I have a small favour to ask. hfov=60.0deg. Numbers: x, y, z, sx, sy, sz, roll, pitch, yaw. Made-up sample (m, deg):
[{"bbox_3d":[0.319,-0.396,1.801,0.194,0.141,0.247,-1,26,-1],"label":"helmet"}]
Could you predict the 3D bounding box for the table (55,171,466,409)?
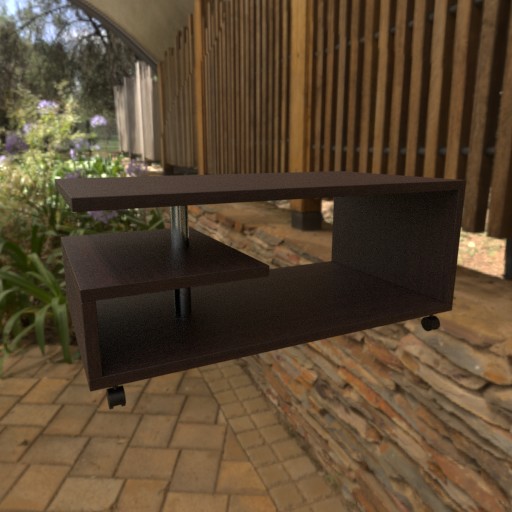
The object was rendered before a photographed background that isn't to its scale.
[{"bbox_3d":[0.000,0.000,1.349,1.050,0.460,0.590,-7,15,-26],"label":"table"}]
